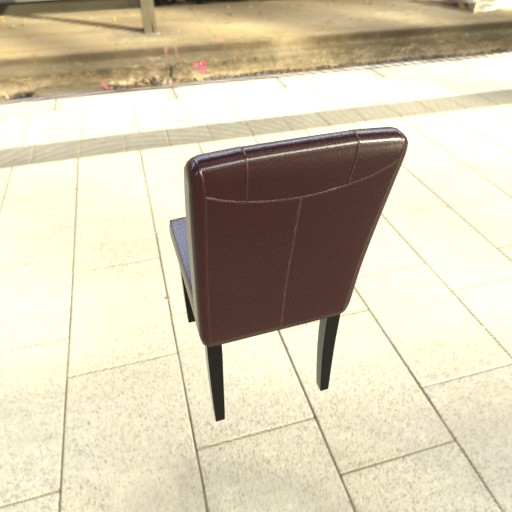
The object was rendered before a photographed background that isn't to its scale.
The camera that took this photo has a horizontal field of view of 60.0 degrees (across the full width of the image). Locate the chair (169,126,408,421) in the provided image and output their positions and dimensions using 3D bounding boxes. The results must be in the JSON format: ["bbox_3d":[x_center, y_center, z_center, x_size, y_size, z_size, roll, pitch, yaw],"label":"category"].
[{"bbox_3d":[0.000,0.000,1.199,0.399,0.897,0.556,-12,41,-14],"label":"chair"}]
